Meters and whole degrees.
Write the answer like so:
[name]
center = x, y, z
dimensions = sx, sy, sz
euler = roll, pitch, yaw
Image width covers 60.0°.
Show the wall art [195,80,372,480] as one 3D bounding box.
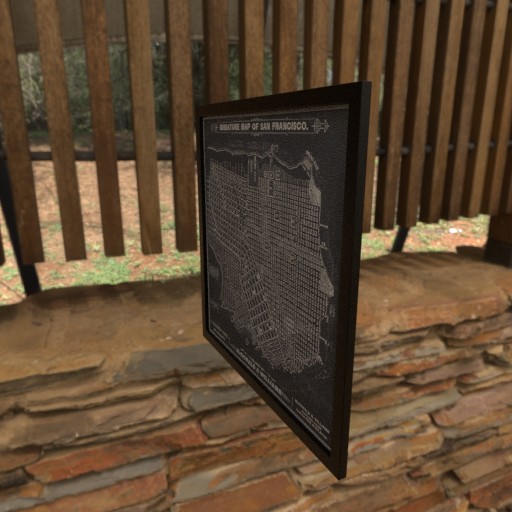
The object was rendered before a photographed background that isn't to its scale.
[wall art]
center = 0.000, 0.000, 0.679
dimensions = 0.012, 0.458, 0.457
euler = -8, 17, -27
